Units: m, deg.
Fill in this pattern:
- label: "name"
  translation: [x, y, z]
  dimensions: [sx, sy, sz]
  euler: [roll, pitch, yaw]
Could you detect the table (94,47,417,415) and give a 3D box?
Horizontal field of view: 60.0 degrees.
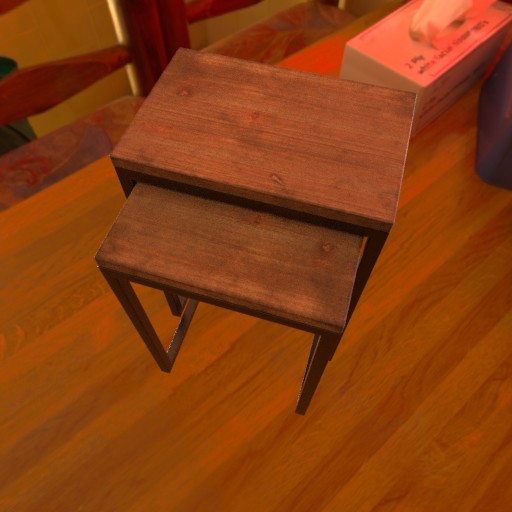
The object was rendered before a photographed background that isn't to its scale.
- label: "table"
  translation: [0.000, 0.000, 0.957]
  dimensions: [0.456, 0.615, 0.460]
  euler: [17, 60, 10]
